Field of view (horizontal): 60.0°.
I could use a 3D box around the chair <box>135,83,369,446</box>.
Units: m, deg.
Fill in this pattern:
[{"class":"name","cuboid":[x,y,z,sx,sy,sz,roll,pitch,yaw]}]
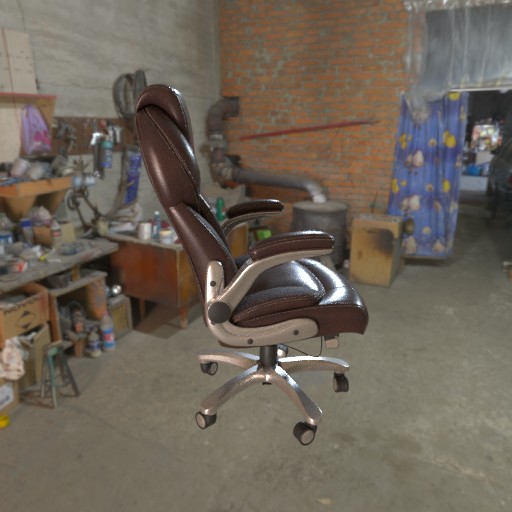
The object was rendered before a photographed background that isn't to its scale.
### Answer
[{"class":"chair","cuboid":[0.000,0.000,1.637,0.774,1.160,0.733,-3,16,-9]}]
